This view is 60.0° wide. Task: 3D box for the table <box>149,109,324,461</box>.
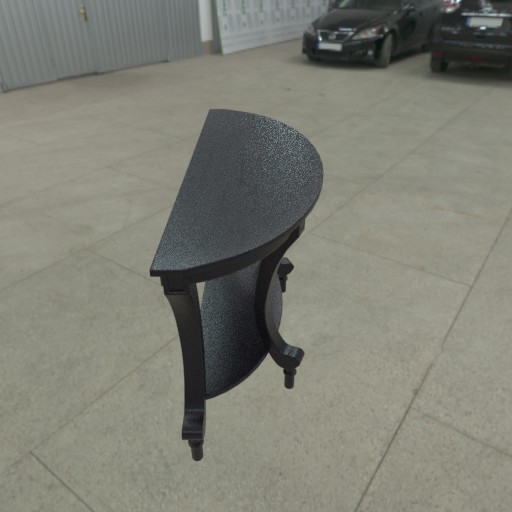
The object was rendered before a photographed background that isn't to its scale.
[{"bbox_3d":[0.000,0.000,1.524,0.394,0.692,1.198,0,32,0],"label":"table"}]
